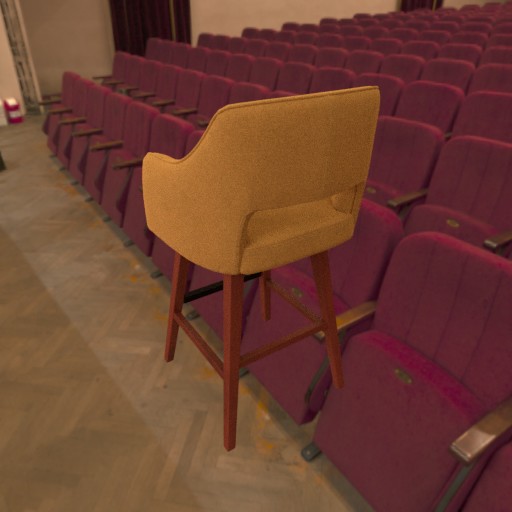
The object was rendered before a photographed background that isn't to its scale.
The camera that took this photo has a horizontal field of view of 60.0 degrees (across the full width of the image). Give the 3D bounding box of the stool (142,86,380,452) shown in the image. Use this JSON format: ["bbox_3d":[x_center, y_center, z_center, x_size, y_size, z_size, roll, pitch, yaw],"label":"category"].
[{"bbox_3d":[0.000,0.000,1.336,0.548,1.012,0.558,-18,35,-28],"label":"stool"}]
